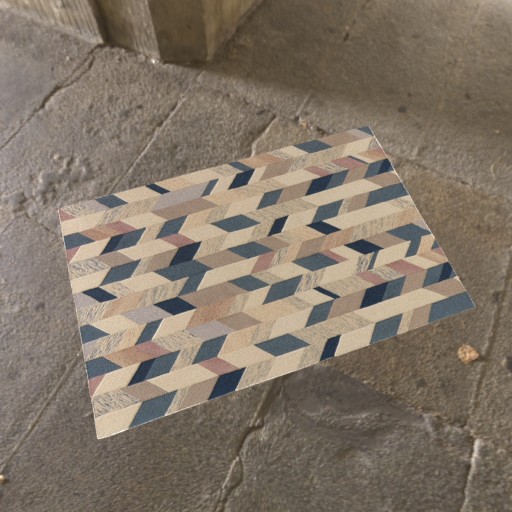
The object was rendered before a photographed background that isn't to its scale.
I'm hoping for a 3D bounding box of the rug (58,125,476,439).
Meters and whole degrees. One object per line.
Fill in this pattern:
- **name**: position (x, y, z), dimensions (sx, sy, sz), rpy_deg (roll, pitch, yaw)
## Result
- **rug**: position (0.000, 0.000, 2.235), dimensions (1.813, 0.006, 1.202), rpy_deg (-17, 65, -8)
